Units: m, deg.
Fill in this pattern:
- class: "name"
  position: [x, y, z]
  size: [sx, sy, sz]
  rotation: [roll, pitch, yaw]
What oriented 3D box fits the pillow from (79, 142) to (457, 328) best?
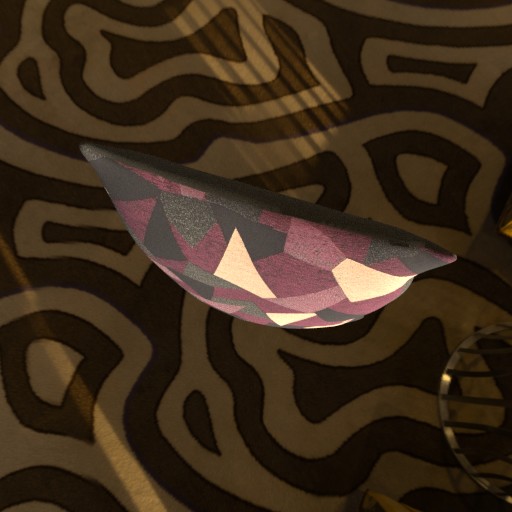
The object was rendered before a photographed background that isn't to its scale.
- class: "pillow"
  position: [0.000, 0.000, 0.776]
  size: [0.503, 0.496, 0.208]
  rotation: [17, 75, 5]
